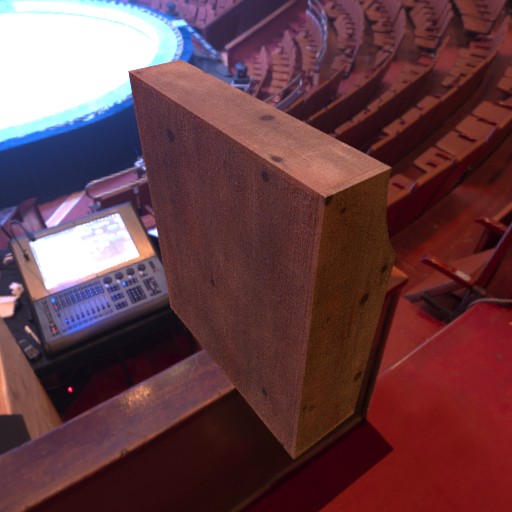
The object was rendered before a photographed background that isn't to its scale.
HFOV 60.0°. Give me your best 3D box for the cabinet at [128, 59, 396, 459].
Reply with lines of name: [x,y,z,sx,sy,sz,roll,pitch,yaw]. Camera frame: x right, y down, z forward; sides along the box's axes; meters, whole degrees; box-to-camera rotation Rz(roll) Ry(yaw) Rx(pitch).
cabinet: [0.000,0.000,0.841,0.184,0.590,0.489,-26,47,-27]
